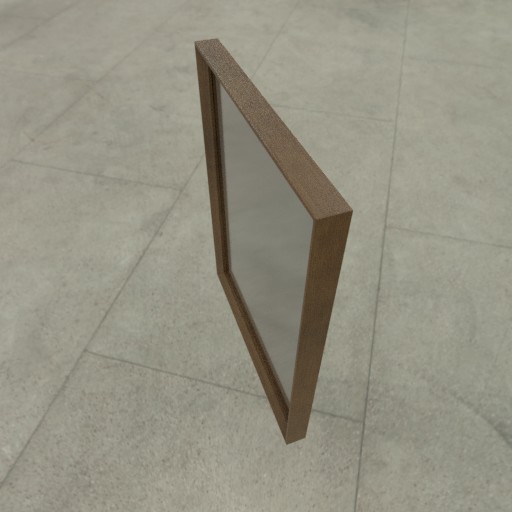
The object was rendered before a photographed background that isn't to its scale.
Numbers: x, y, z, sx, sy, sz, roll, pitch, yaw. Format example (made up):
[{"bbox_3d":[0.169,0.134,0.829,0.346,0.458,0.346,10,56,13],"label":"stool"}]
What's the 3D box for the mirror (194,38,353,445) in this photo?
[{"bbox_3d":[0.000,0.000,0.695,0.041,0.509,0.406,-15,49,-14],"label":"mirror"}]
